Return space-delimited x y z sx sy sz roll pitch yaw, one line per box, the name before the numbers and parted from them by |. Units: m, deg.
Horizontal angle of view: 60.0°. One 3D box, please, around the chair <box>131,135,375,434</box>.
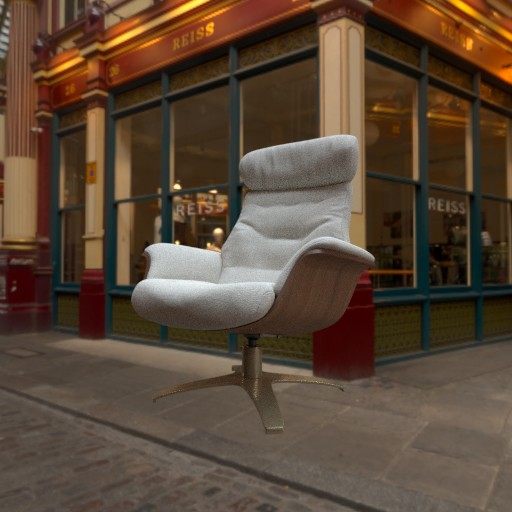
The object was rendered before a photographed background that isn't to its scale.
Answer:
chair | 0.000 0.000 1.619 0.785 0.995 0.837 0 -1 35
